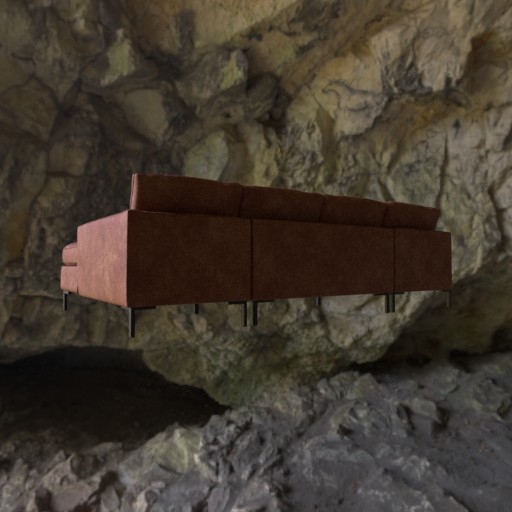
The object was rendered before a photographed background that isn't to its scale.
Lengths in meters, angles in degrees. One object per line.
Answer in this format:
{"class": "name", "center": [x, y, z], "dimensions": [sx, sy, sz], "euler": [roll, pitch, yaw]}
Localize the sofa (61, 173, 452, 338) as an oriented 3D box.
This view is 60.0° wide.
{"class": "sofa", "center": [0.000, 0.000, 3.877], "dimensions": [2.956, 0.900, 1.939], "euler": [1, -1, -35]}
